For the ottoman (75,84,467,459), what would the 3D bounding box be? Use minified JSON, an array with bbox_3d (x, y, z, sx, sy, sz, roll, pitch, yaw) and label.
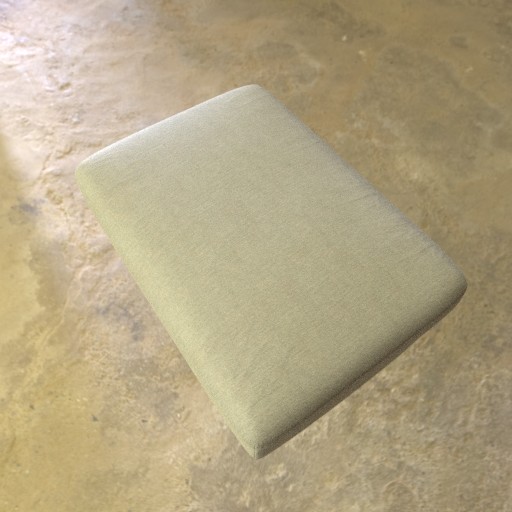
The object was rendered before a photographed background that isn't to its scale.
[{"bbox_3d":[0.000,0.000,1.025,0.528,0.404,0.735,-31,64,-17],"label":"ottoman"}]
